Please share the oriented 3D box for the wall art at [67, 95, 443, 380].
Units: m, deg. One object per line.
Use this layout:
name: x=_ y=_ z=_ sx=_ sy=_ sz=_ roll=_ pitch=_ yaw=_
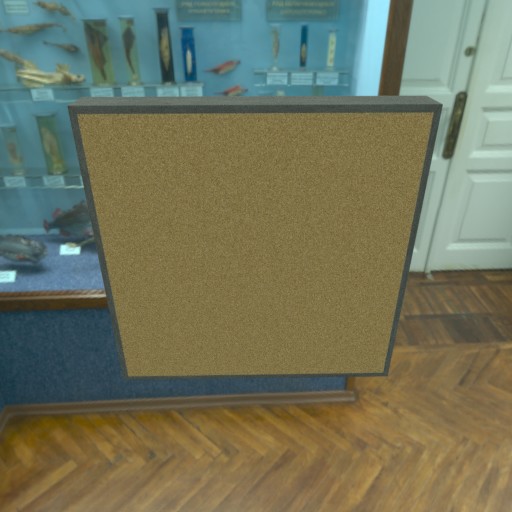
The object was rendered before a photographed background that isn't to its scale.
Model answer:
wall art: x=0.000 y=0.000 z=0.448 sx=0.303 sy=0.302 sz=0.038 roll=-1 pitch=30 yaw=-1
